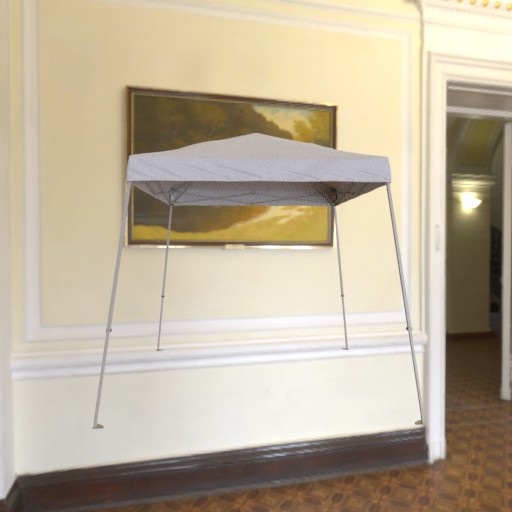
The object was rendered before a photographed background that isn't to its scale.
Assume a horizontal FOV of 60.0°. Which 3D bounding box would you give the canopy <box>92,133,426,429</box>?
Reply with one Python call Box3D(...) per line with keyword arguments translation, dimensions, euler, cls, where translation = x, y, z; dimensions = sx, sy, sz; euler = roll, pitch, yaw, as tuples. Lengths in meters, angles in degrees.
Box3D(translation=(0.000, 0.000, 6.530), dimensions=(3.600, 3.600, 3.599), euler=(0, 1, -2), cls="canopy")
